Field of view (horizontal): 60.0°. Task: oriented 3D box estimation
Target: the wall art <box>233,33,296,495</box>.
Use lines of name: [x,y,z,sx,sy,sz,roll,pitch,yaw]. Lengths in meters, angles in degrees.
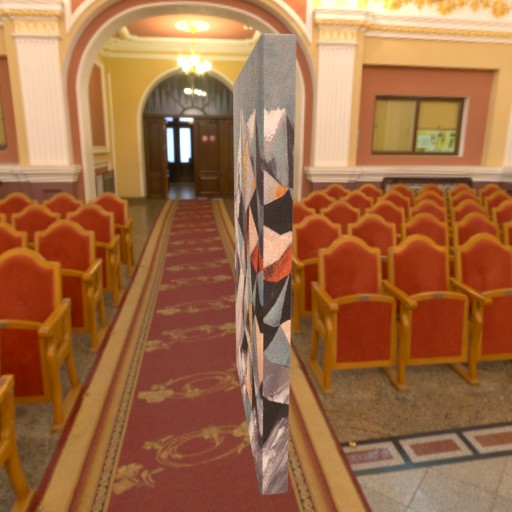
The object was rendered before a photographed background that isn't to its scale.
wall art: [0.000,0.000,1.139,0.061,0.911,0.609,-2,14,-7]
